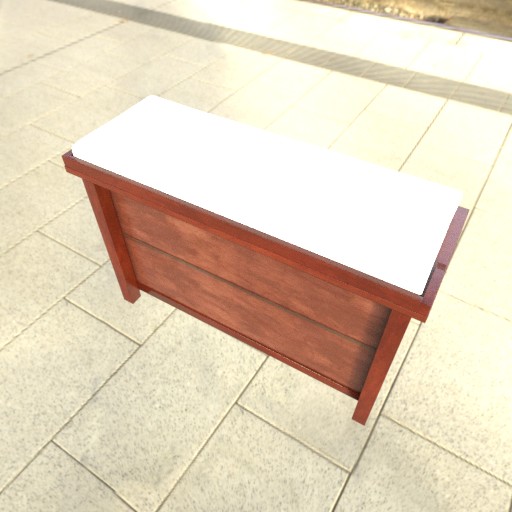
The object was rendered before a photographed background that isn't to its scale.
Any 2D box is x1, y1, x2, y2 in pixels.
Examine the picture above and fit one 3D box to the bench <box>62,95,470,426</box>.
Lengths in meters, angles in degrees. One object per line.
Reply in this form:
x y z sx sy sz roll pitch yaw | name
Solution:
0.000 0.000 1.327 0.987 0.646 0.369 23 51 20 | bench
